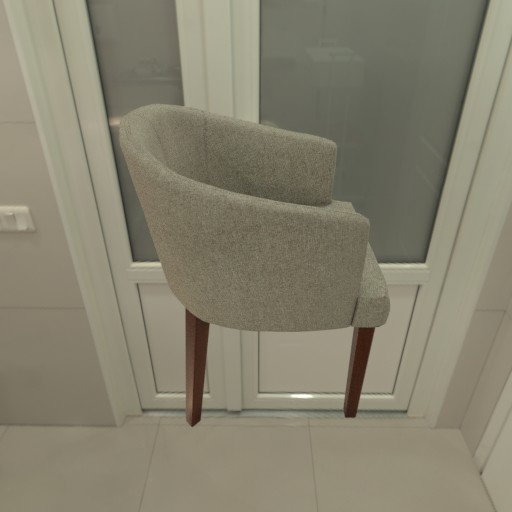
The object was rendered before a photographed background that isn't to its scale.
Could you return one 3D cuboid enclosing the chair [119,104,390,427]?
[{"bbox_3d":[0.000,0.000,1.285,0.655,0.811,0.583,0,33,0],"label":"chair"}]
